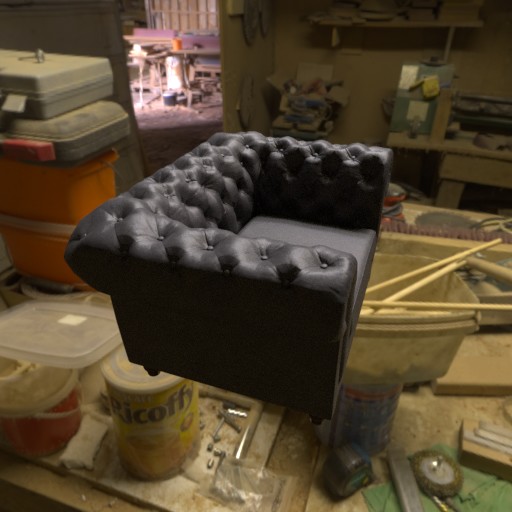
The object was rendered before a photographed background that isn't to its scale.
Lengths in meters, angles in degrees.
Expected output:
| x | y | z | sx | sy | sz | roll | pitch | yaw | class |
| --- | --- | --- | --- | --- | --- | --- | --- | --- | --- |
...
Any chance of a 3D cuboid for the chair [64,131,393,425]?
| x | y | z | sx | sy | sz | roll | pitch | yaw | class |
| --- | --- | --- | --- | --- | --- | --- | --- | --- | --- |
| 0.000 | 0.000 | 1.901 | 0.943 | 0.780 | 1.298 | 11 | 32 | 17 | chair |
